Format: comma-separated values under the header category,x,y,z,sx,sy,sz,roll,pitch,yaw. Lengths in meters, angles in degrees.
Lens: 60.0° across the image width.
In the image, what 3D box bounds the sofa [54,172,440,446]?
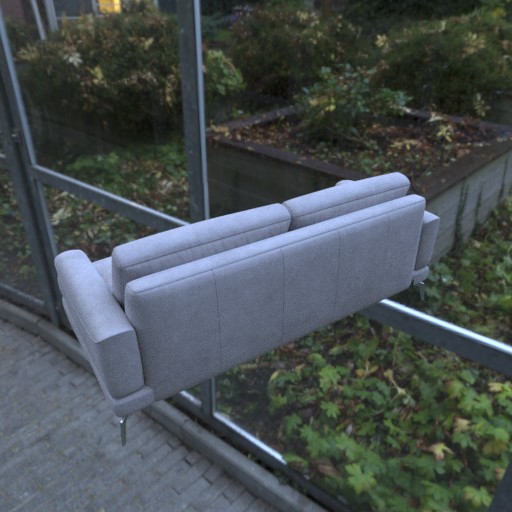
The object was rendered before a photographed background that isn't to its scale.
category,x,y,z,sx,sy,sz,roll,pitch,yaw
sofa,0.000,0.000,2.519,2.013,0.830,0.980,-18,34,-28
